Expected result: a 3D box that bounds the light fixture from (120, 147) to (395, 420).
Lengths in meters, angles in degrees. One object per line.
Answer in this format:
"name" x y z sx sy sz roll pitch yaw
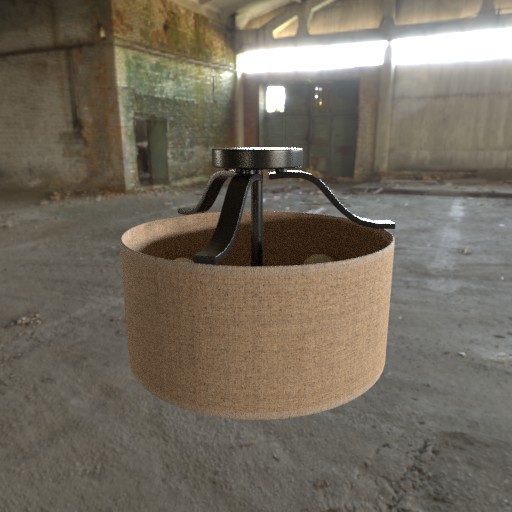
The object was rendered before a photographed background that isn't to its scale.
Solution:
"light fixture" 0.000 0.000 0.648 0.390 0.306 0.390 0 15 0
